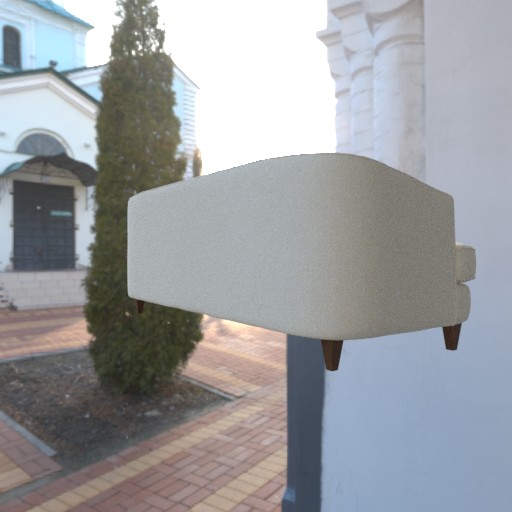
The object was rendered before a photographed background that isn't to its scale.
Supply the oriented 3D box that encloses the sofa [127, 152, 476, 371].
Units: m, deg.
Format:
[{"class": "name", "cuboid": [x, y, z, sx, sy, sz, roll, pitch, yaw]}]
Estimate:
[{"class": "sofa", "cuboid": [0.000, 0.000, 2.692, 0.941, 0.855, 2.278, 0, 1, -36]}]
